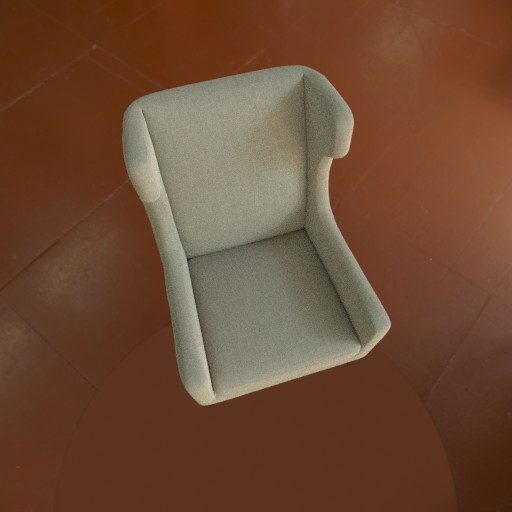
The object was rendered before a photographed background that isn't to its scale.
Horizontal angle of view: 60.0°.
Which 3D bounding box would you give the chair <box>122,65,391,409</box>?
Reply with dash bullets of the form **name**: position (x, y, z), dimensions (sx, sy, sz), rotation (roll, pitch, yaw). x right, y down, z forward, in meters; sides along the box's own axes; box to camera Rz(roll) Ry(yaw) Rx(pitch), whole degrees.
- **chair**: position (0.000, 0.000, 1.744), dimensions (0.778, 1.079, 0.899), rotation (-15, 63, -8)
